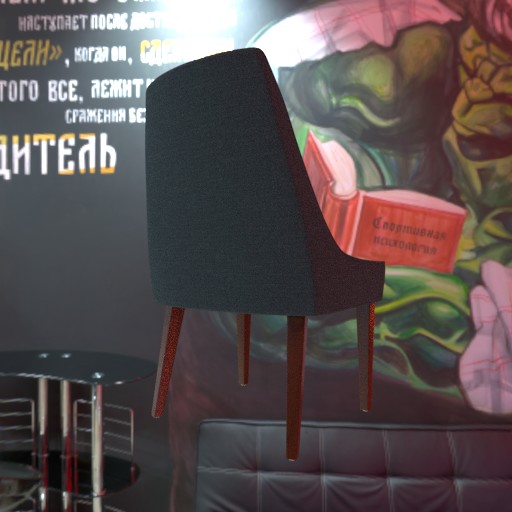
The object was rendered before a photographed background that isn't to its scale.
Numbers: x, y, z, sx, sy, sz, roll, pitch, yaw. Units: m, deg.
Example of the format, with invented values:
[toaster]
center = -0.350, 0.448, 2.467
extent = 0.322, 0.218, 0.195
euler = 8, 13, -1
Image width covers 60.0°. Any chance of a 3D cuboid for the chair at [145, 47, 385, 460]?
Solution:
[chair]
center = 0.000, 0.000, 1.187
extent = 0.529, 0.861, 0.544
euler = 0, -1, 36
